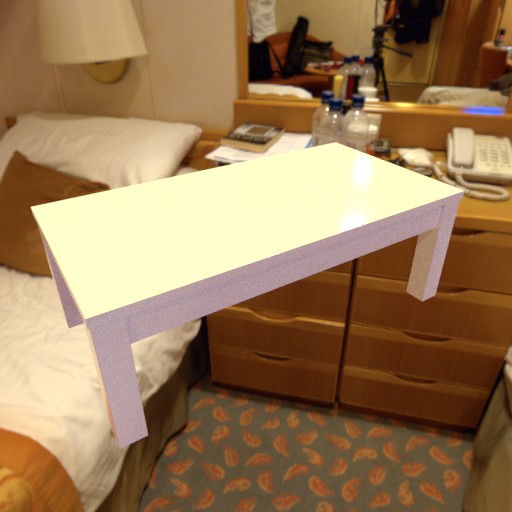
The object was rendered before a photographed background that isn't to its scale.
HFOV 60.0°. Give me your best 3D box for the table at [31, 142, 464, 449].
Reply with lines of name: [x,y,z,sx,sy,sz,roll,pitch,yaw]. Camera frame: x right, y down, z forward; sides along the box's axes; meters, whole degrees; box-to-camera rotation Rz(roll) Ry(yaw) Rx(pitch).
table: [0.000,0.000,1.670,1.350,0.470,0.700,-18,36,-27]
